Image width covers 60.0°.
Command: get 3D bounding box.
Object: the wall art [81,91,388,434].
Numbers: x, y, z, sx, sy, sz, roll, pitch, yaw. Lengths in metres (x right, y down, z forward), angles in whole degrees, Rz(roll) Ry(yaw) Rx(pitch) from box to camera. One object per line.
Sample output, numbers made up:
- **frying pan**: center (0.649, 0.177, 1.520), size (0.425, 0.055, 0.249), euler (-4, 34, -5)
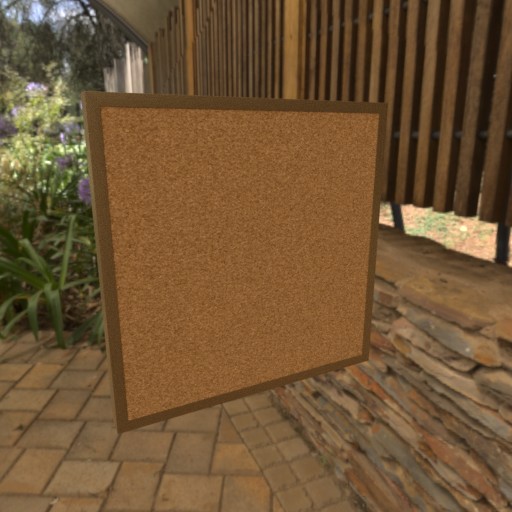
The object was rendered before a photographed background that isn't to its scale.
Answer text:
- **wall art**: center (0.000, 0.000, 0.759), size (0.510, 0.509, 0.037), euler (-8, 17, -26)
